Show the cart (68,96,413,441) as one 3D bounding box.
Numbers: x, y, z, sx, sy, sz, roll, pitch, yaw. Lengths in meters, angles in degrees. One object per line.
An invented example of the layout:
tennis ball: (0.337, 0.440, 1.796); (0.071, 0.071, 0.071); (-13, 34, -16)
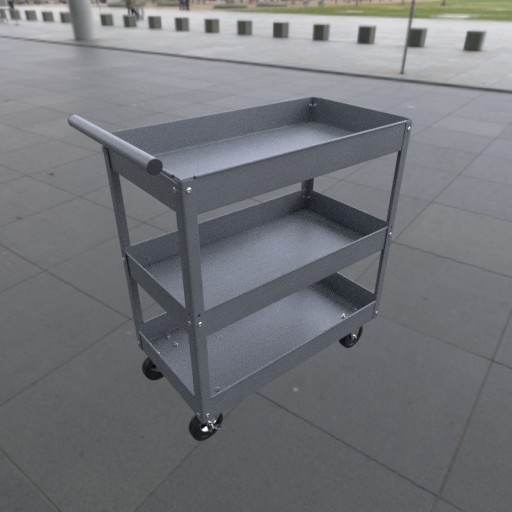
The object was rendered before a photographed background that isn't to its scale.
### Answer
cart: (0.000, 0.000, 1.193); (0.719, 0.780, 0.366); (-22, 37, -32)
